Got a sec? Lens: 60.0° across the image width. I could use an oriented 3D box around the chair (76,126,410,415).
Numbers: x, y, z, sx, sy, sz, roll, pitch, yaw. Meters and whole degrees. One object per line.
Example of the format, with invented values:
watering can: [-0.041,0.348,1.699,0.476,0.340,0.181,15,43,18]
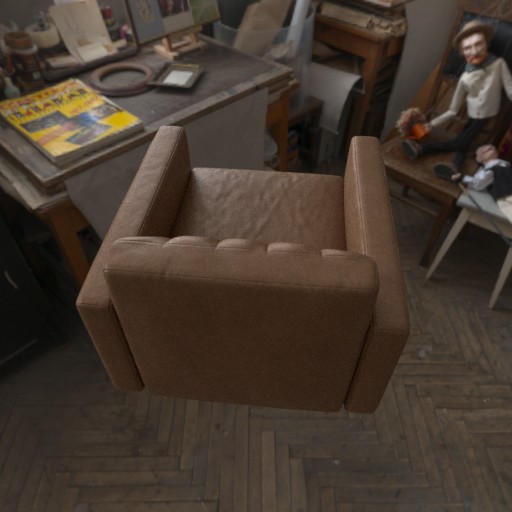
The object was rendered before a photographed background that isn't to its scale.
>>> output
chair: [0.000,0.000,1.668,0.953,0.819,0.998,4,46,4]
